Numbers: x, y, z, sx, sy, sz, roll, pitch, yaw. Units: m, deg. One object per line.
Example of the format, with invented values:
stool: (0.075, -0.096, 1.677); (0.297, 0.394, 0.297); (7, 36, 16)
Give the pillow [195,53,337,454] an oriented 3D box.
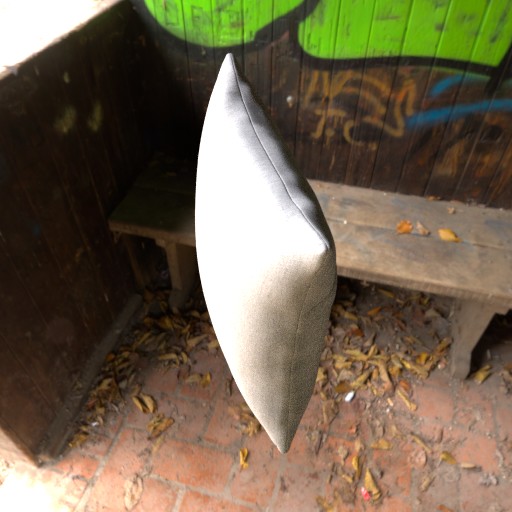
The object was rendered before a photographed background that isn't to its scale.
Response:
pillow: (0.000, 0.000, 0.668); (0.173, 0.436, 0.433); (-10, 46, -9)
